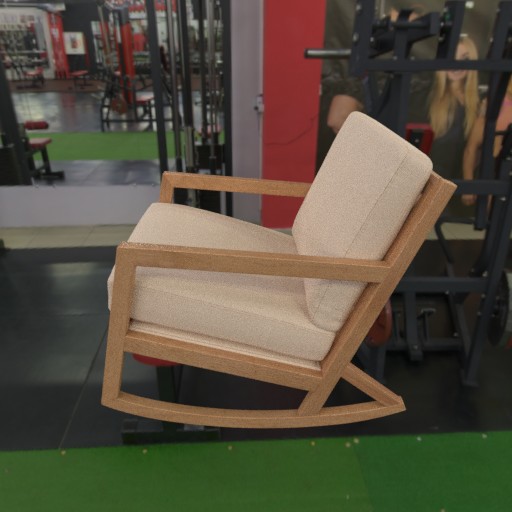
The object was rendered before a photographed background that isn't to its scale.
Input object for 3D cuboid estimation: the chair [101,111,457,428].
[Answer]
[{"bbox_3d":[0.000,0.000,1.366,0.857,0.790,0.622,0,27,-1],"label":"chair"}]
